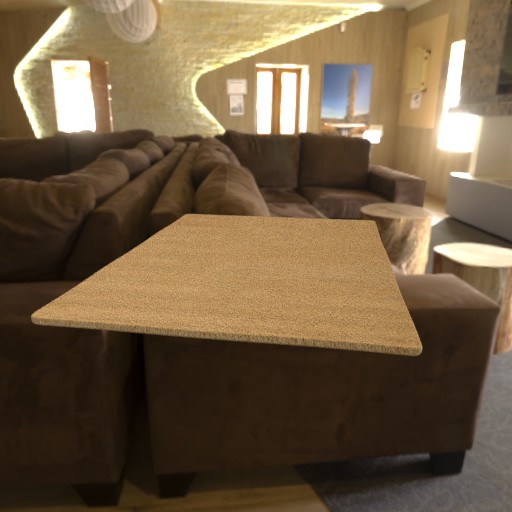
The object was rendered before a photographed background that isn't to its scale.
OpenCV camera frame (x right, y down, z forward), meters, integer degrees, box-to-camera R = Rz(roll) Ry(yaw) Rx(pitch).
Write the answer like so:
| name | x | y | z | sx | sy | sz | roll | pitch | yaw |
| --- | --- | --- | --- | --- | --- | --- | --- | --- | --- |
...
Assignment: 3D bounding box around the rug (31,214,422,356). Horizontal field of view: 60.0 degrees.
| name | x | y | z | sx | sy | sz | roll | pitch | yaw |
| --- | --- | --- | --- | --- | --- | --- | --- | --- | --- |
| rug | 0.000 | 0.000 | 2.058 | 1.199 | 0.025 | 1.600 | 3 | 18 | 9 |
